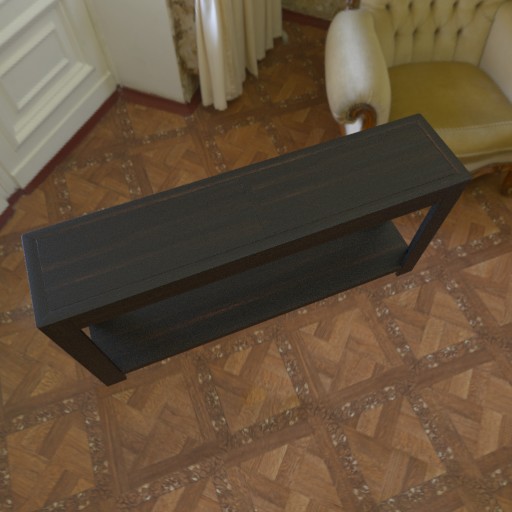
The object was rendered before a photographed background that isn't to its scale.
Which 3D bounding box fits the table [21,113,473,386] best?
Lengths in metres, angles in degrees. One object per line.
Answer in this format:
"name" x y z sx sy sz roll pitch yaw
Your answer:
"table" 0.000 0.000 1.953 1.631 0.762 0.384 -19 62 -11
